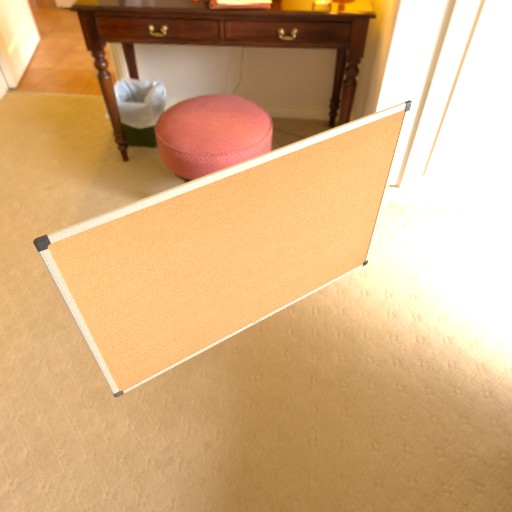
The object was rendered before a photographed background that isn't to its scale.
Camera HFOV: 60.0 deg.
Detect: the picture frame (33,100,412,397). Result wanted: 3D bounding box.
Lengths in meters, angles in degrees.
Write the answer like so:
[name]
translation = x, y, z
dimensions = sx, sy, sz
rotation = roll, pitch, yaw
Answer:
[picture frame]
translation = 0.000, 0.000, 1.135
dimensions = 0.900, 0.600, 0.010
rotation = -25, 52, -21
